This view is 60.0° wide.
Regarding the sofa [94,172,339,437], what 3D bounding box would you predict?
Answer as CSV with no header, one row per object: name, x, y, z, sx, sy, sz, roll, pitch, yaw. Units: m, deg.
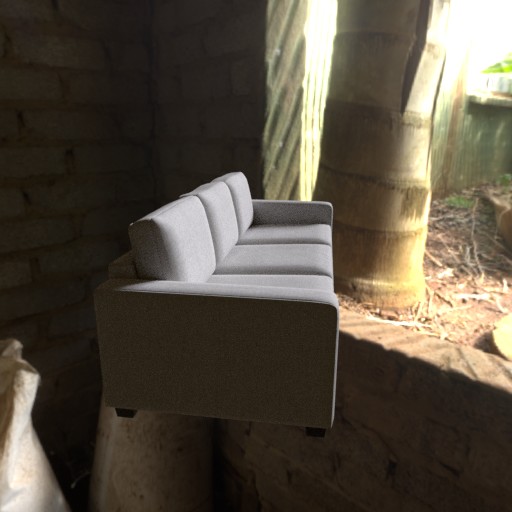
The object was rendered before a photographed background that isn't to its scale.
sofa,0.000,0.000,2.582,0.900,0.800,2.120,2,16,8
